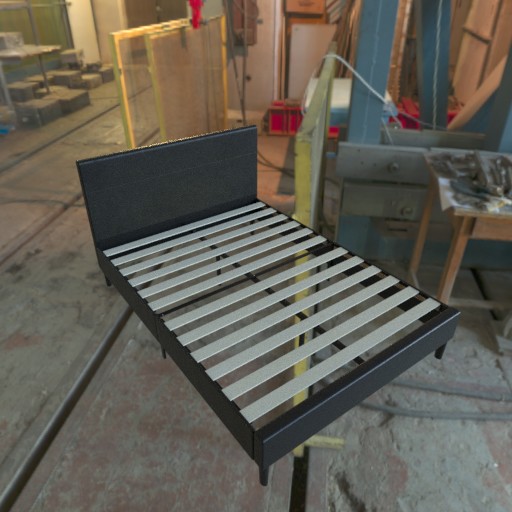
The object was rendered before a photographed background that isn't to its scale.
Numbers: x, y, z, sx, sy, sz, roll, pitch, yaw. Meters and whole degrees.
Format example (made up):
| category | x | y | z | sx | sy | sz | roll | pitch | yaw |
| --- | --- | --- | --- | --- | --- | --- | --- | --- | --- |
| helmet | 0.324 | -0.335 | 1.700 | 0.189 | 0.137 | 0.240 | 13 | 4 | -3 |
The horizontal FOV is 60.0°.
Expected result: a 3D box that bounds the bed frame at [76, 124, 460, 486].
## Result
| category | x | y | z | sx | sy | sz | roll | pitch | yaw |
| --- | --- | --- | --- | --- | --- | --- | --- | --- | --- |
| bed frame | 0.000 | 0.000 | 3.201 | 1.634 | 1.127 | 2.318 | -21 | 38 | -30 |
